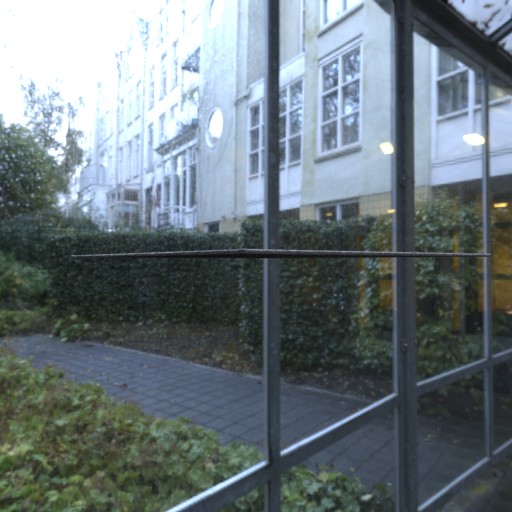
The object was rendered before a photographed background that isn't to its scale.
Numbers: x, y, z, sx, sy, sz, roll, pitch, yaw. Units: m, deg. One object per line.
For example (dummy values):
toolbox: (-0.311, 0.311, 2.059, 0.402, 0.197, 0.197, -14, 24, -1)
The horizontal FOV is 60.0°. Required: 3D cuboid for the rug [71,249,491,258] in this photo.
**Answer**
rug: (0.000, 0.000, 4.022, 2.449, 0.025, 3.049, 0, -1, -37)
